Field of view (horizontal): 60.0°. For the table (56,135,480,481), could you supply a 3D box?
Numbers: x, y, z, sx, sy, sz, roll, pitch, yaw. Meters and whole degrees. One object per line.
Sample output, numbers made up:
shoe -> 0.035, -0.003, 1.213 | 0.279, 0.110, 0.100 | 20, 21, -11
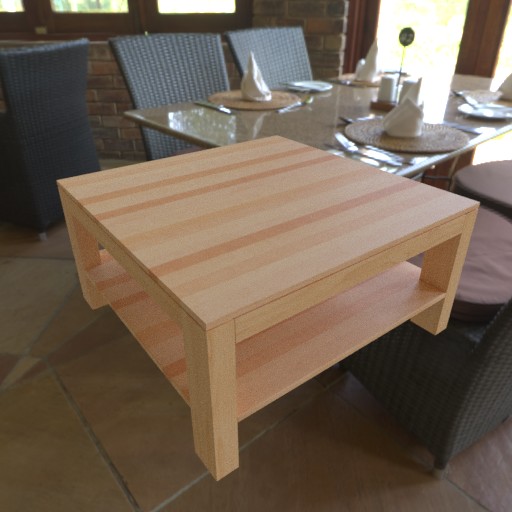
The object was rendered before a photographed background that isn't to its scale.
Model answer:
table -> 0.000, 0.000, 1.433 | 0.900, 0.450, 0.900 | -21, 36, -31
